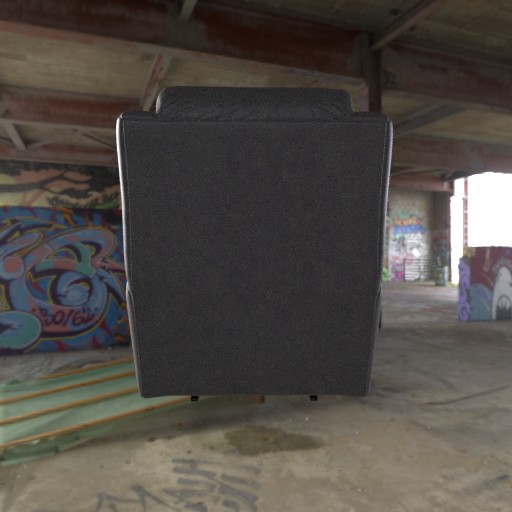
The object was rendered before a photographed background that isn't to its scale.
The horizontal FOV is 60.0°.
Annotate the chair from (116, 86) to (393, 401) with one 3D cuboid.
[{"bbox_3d":[0.000,0.000,1.895,0.967,1.116,1.068,0,0,-1],"label":"chair"}]
